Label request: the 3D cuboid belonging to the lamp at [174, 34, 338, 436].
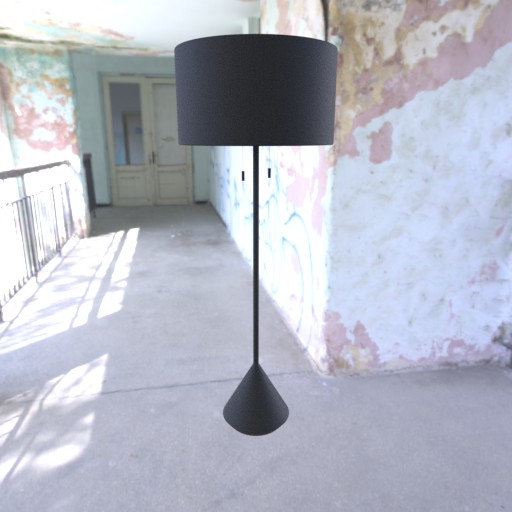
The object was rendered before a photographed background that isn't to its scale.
[{"bbox_3d":[0.000,0.000,1.794,0.580,1.526,0.580,-2,15,-9],"label":"lamp"}]
